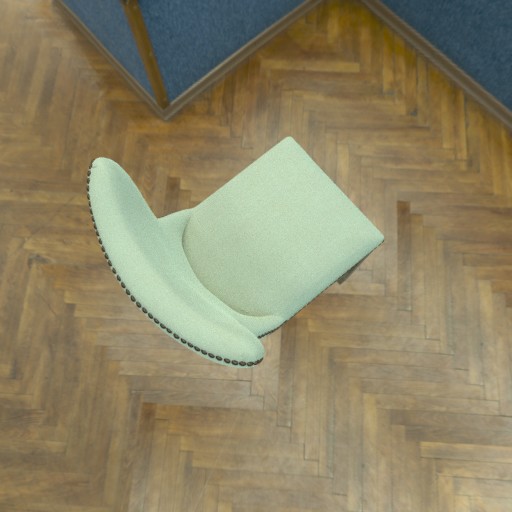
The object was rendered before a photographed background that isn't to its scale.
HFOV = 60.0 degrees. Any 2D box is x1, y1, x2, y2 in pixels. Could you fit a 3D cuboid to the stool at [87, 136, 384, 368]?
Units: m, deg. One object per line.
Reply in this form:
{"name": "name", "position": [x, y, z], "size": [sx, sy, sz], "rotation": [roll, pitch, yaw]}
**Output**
{"name": "stool", "position": [0.000, 0.000, 1.286], "size": [0.608, 0.981, 0.498], "rotation": [-38, 78, -10]}
